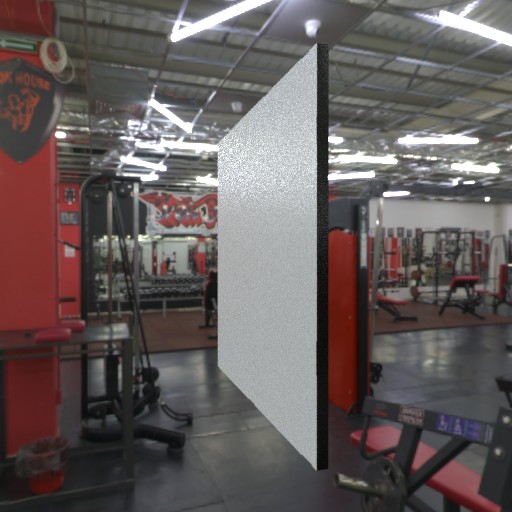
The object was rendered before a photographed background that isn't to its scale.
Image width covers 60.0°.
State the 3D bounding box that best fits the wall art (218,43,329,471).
[{"bbox_3d":[0.000,0.000,0.674,0.014,0.445,0.446,0,1,-18],"label":"wall art"}]
